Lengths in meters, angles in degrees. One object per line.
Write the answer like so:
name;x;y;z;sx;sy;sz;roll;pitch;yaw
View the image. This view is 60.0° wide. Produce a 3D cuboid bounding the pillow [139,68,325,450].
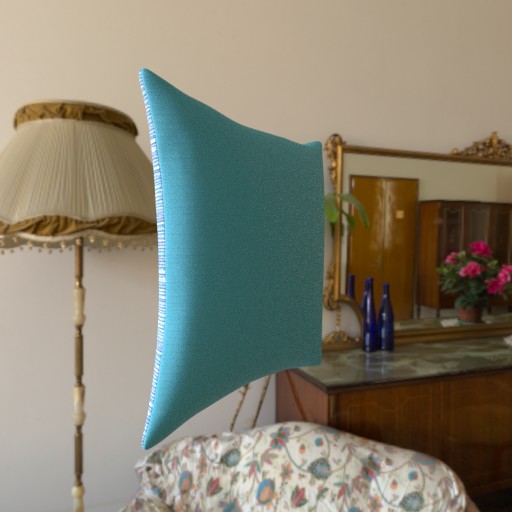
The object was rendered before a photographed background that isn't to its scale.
pillow;0.000;0.000;0.780;0.150;0.497;0.514;1;1;35
